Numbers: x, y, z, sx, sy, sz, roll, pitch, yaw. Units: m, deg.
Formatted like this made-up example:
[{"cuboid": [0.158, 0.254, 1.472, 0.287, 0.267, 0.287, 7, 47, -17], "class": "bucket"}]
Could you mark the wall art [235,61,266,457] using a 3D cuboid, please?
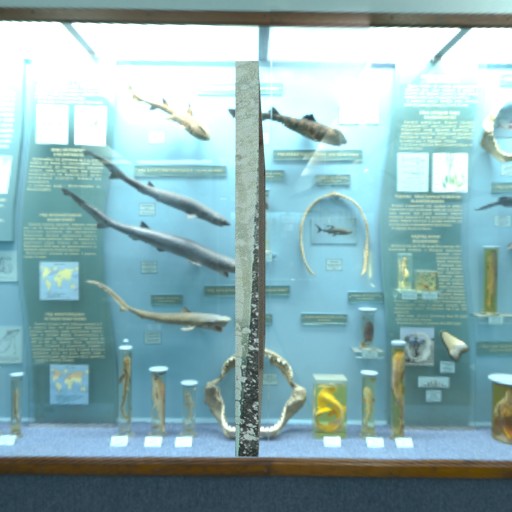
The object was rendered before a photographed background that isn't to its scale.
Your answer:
[{"cuboid": [0.000, 0.000, 1.129, 0.038, 0.598, 0.919, 0, 1, 2], "class": "wall art"}]
